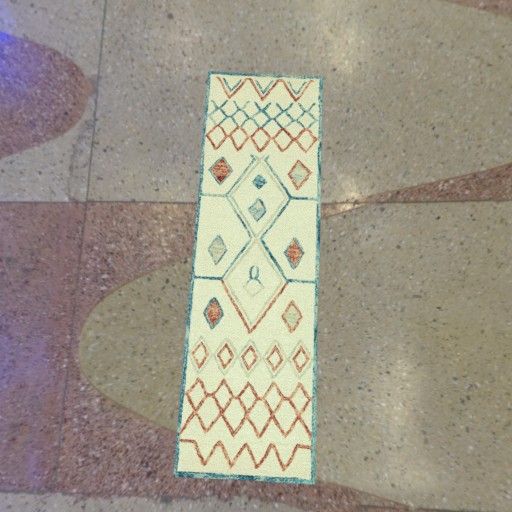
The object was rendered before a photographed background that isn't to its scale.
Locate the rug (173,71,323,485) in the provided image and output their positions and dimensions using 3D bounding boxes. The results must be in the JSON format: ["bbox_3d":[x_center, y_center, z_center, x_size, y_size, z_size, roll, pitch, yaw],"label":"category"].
[{"bbox_3d":[0.000,0.000,2.609,0.750,0.011,2.435,3,77,1],"label":"rug"}]
